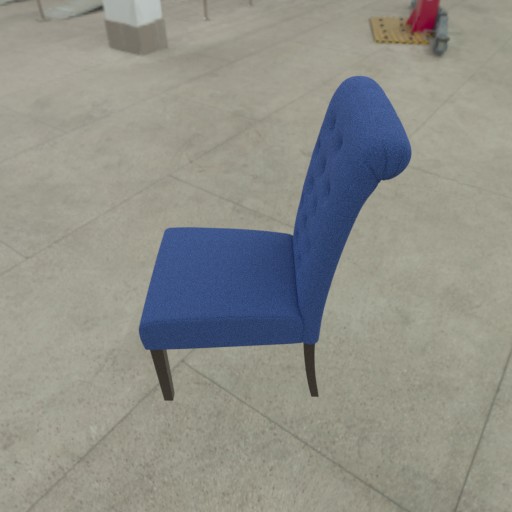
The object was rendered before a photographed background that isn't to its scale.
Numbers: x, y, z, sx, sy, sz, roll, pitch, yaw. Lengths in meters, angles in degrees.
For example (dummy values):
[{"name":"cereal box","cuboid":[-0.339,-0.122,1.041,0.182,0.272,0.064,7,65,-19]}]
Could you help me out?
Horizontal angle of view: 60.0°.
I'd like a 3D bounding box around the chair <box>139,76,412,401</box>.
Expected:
[{"name":"chair","cuboid":[0.000,0.000,1.381,0.671,1.006,0.456,0,41,0]}]
